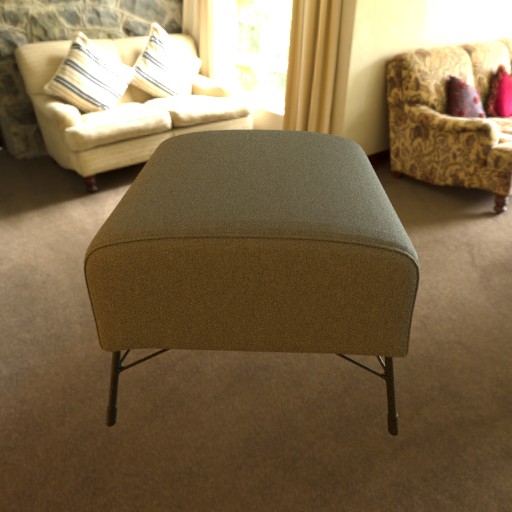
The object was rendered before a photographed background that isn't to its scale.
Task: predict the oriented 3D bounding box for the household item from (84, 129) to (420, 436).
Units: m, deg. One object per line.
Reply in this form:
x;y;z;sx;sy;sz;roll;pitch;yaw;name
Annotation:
0.000;0.000;0.910;0.530;0.410;0.530;1;32;2;household item
